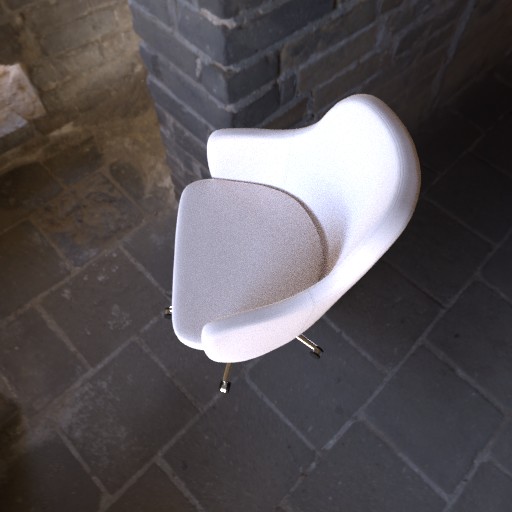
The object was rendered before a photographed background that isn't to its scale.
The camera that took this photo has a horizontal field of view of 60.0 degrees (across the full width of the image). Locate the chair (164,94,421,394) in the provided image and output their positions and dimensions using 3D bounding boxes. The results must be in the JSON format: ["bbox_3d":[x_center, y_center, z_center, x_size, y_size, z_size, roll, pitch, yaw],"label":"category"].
[{"bbox_3d":[0.000,0.000,1.231,0.647,0.819,0.602,-2,61,-1],"label":"chair"}]
